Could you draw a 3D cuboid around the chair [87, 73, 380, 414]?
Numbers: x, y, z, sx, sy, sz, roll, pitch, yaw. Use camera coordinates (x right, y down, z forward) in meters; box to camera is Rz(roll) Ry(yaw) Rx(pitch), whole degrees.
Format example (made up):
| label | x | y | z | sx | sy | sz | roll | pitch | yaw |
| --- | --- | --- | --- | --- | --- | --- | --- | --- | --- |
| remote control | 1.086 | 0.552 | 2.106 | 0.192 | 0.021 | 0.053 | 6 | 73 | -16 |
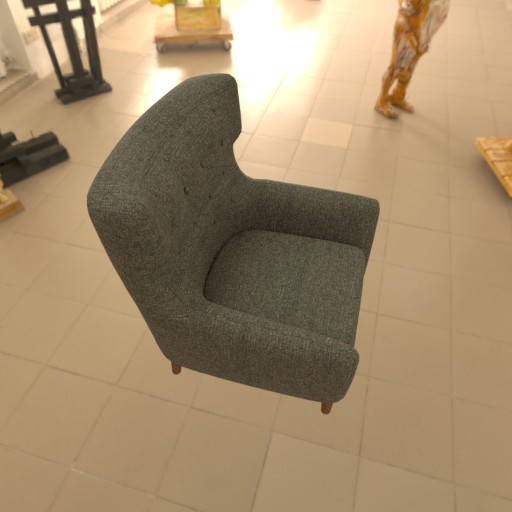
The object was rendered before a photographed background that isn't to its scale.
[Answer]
| label | x | y | z | sx | sy | sz | roll | pitch | yaw |
| --- | --- | --- | --- | --- | --- | --- | --- | --- | --- |
| chair | 0.000 | 0.000 | 1.759 | 0.904 | 1.063 | 0.878 | 12 | 48 | 11 |
